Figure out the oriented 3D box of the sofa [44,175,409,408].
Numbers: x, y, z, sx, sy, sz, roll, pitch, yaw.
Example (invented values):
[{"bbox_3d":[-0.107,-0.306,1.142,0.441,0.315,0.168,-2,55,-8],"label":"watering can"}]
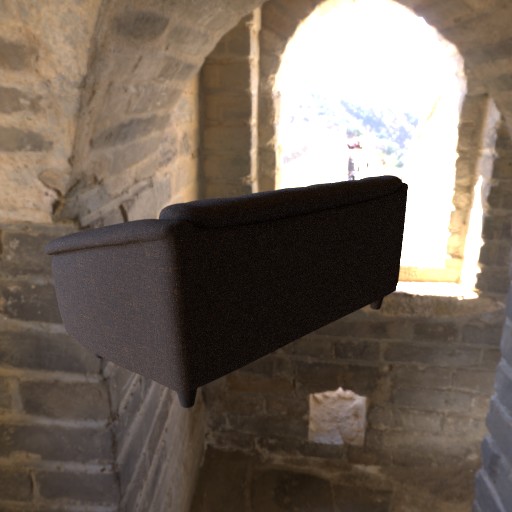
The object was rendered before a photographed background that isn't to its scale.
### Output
[{"bbox_3d":[0.000,0.000,2.295,1.849,0.790,0.887,-15,22,-42],"label":"sofa"}]
